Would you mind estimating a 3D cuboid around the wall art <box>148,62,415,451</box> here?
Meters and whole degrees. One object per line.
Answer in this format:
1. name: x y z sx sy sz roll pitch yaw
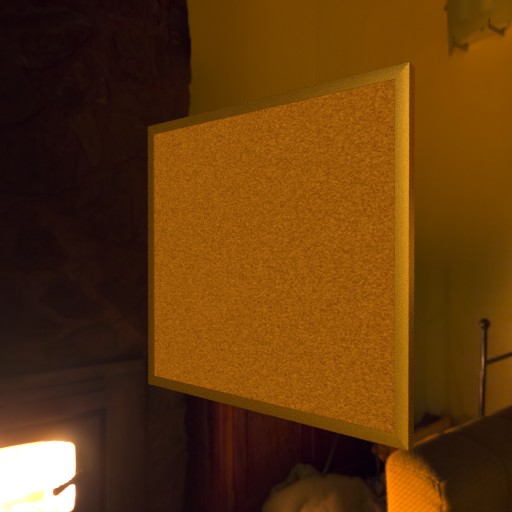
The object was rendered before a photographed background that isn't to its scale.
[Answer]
1. wall art: 0.000 0.000 1.110 0.767 0.765 0.036 0 1 36
